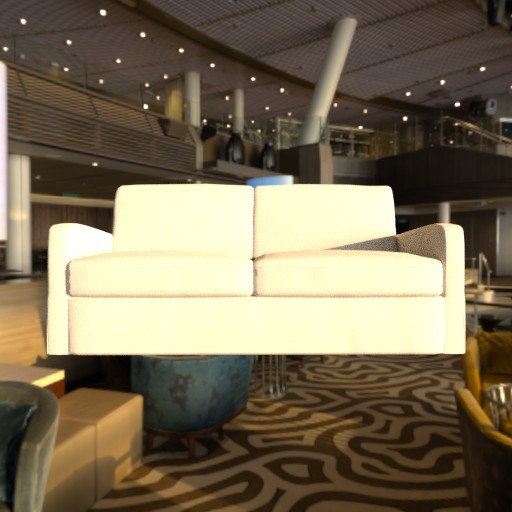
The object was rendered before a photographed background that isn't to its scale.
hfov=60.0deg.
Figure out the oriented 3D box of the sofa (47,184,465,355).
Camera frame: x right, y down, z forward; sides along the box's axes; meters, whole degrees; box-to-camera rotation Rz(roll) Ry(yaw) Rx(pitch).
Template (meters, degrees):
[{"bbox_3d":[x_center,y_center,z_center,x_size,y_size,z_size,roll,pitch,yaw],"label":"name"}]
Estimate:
[{"bbox_3d":[0.000,0.000,2.307,1.808,0.831,0.894,0,1,0],"label":"sofa"}]
